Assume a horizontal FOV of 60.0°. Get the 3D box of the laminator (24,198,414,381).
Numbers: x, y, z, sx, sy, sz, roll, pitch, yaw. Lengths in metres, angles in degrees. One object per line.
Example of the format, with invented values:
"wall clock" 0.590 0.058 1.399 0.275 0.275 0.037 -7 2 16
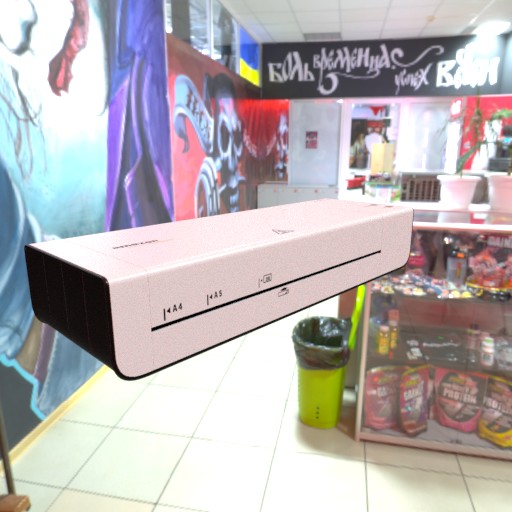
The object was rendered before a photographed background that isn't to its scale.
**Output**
"laminator" 0.000 0.000 0.386 0.123 0.062 0.340 14 20 43
